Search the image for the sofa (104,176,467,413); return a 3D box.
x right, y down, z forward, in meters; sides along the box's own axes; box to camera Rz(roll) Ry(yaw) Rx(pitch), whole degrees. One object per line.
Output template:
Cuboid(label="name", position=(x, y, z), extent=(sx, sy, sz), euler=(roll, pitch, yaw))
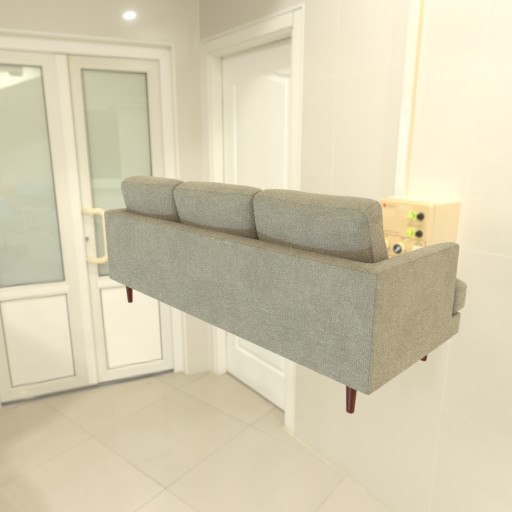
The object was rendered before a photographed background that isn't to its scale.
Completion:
Cuboid(label="sofa", position=(0.000, 0.000, 2.753), extent=(0.903, 0.930, 2.246), euler=(-13, 19, -42))
